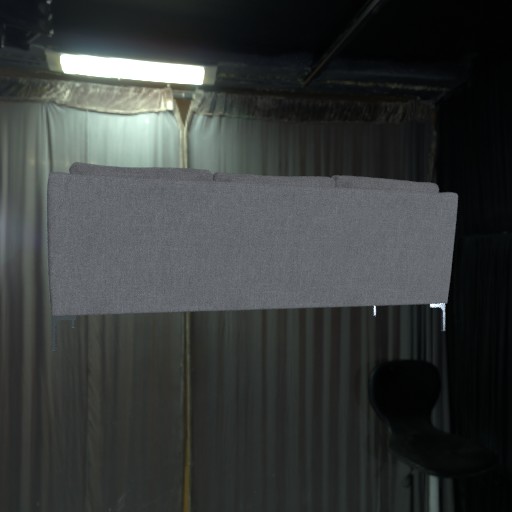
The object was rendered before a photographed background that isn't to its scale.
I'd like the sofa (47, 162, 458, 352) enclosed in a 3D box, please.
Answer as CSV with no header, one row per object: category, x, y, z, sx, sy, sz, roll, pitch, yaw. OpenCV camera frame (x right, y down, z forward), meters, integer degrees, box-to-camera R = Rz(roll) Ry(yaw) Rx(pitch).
sofa,0.000,0.000,2.504,2.060,0.837,0.849,0,-1,-16
